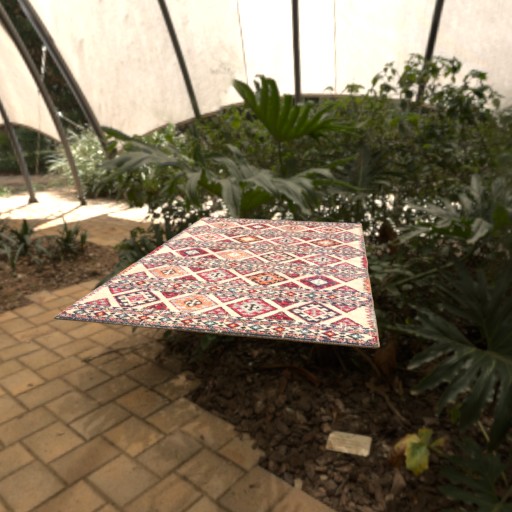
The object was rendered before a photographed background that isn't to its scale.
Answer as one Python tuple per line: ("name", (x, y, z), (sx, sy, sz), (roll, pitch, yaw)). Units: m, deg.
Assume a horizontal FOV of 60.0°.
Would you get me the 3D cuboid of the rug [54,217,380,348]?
("rug", (0.000, 0.000, 3.149), (1.545, 0.010, 2.440), (3, 17, 11))
